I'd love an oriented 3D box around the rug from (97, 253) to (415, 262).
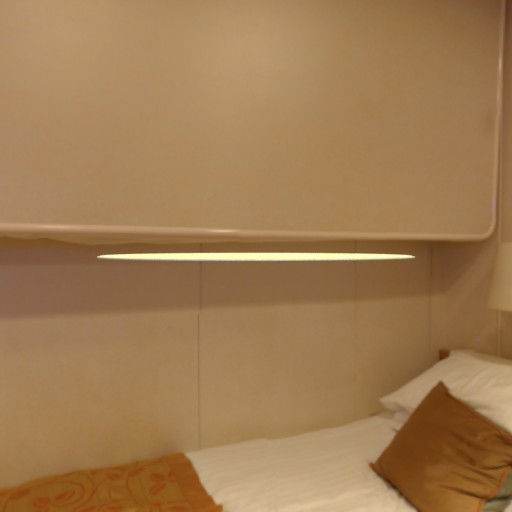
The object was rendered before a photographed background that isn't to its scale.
[{"bbox_3d":[0.000,0.000,2.355,1.593,0.012,1.593,0,1,0],"label":"rug"}]
